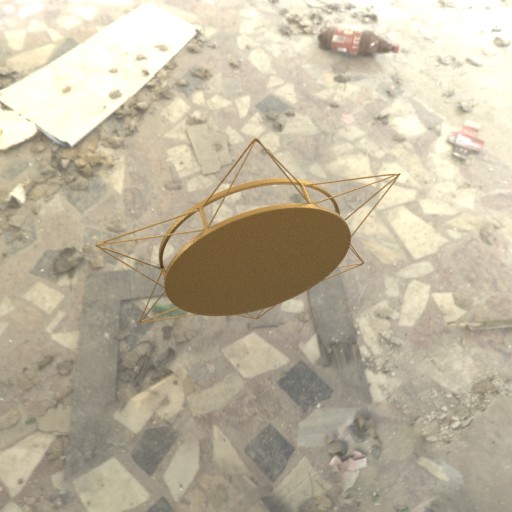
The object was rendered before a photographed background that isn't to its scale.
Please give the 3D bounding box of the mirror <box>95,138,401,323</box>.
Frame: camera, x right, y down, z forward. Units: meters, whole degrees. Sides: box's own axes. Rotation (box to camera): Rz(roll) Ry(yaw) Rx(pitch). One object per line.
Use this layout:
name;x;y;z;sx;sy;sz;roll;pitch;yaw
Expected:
mirror;0.000;0.000;0.817;0.498;0.581;0.062;-14;60;-8
